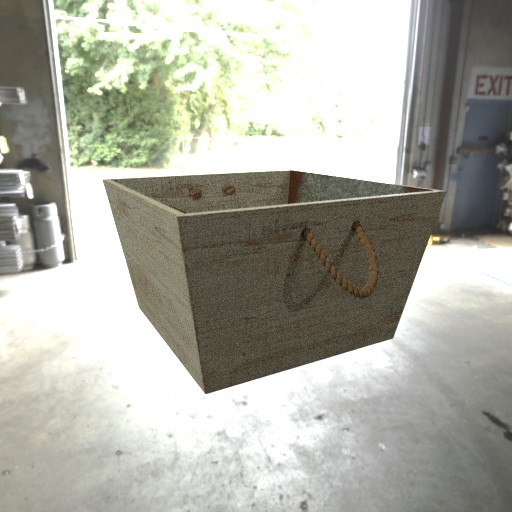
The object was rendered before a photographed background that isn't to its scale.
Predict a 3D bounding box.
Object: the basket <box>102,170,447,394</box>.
[{"bbox_3d":[0.000,0.000,0.762,0.413,0.247,0.545,-9,18,-28],"label":"basket"}]
